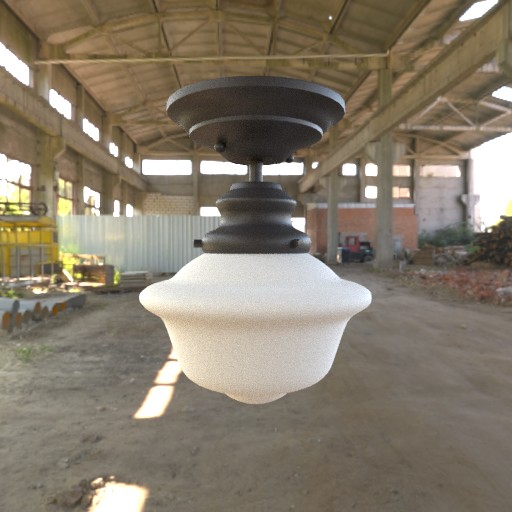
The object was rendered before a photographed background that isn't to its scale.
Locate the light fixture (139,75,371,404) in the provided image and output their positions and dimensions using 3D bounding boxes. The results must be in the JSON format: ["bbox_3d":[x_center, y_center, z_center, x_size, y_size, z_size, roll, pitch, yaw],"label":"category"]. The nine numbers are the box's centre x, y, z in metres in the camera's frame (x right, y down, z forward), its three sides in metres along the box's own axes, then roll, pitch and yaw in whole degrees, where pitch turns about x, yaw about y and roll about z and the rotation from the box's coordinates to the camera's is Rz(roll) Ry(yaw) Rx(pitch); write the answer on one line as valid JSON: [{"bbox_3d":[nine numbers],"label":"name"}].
[{"bbox_3d":[0.000,0.000,0.386,0.197,0.254,0.197,0,1,0],"label":"light fixture"}]
